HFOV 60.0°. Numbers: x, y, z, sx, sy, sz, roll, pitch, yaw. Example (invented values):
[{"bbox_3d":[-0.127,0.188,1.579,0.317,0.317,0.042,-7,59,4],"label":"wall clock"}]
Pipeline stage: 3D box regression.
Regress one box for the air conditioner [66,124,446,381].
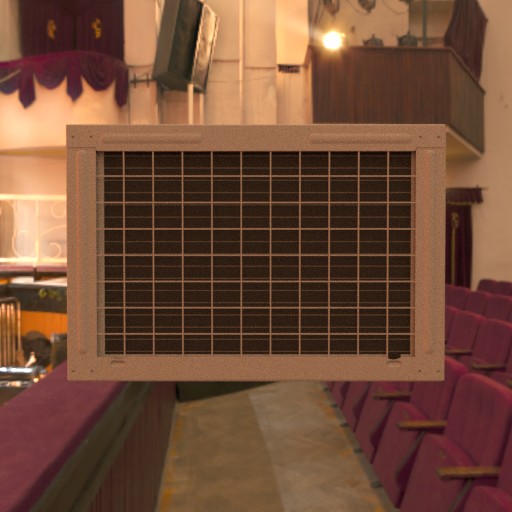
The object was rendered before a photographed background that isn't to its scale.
[{"bbox_3d":[0.000,0.000,1.046,0.645,0.455,0.599,0,1,0],"label":"air conditioner"}]
